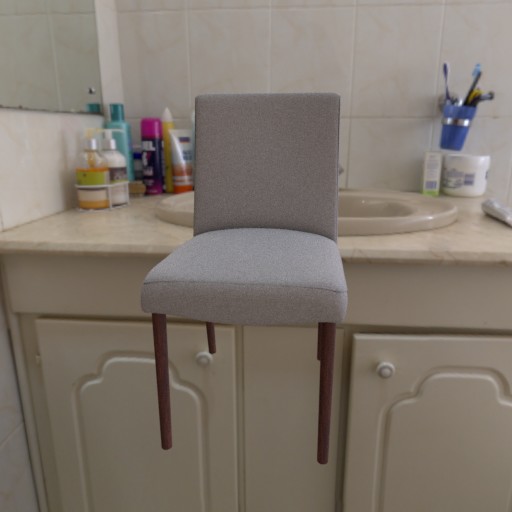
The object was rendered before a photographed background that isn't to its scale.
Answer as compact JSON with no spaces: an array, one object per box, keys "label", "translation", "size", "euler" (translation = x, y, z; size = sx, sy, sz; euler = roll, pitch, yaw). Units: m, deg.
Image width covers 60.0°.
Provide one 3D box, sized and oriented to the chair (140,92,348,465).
[{"label":"chair","translation":[0.000,0.000,1.170],"size":[0.456,0.859,0.570],"euler":[2,15,7]}]
